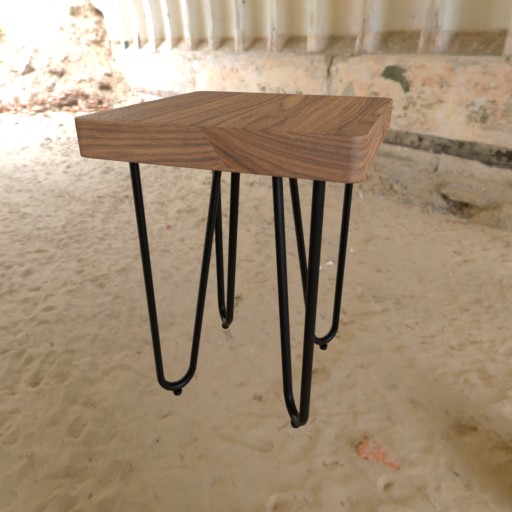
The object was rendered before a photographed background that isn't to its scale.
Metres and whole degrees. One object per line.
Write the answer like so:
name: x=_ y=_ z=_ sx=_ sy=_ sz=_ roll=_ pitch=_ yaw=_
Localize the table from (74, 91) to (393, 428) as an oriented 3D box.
table: x=0.000 y=0.000 z=0.993 sx=0.479 sy=0.641 sz=0.480 roll=9 pitch=27 yaw=18
